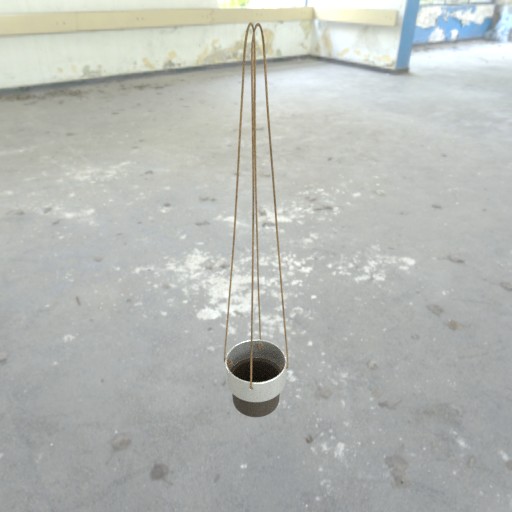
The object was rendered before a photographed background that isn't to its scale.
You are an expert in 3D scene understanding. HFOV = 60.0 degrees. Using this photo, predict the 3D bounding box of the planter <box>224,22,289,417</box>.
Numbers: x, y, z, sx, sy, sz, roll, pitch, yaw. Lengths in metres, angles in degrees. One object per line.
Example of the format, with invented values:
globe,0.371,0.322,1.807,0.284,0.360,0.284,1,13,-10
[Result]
planter,0.000,0.000,1.150,0.187,1.073,0.187,-21,37,-31
